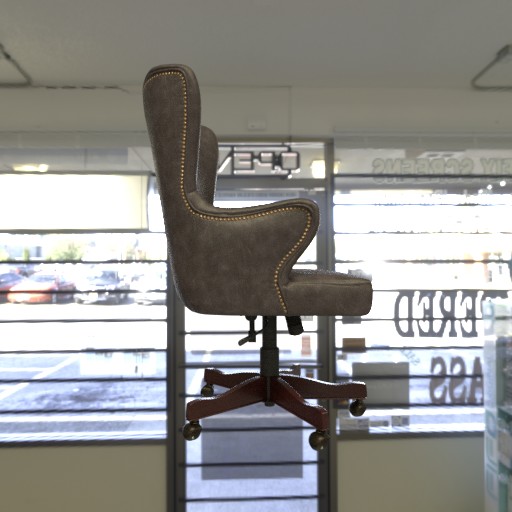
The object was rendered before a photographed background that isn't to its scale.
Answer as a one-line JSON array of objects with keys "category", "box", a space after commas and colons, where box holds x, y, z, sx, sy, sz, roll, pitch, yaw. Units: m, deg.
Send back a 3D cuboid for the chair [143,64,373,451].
[{"category": "chair", "box": [0.000, 0.000, 1.449, 0.717, 1.037, 0.594, 0, -1, 0]}]
